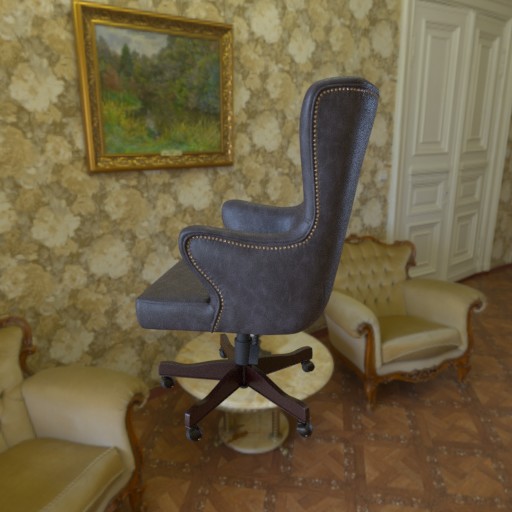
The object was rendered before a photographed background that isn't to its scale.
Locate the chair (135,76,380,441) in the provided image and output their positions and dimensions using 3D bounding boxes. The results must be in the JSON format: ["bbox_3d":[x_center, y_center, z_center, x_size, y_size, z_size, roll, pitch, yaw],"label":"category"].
[{"bbox_3d":[0.000,0.000,1.460,0.717,1.037,0.594,2,15,8],"label":"chair"}]
